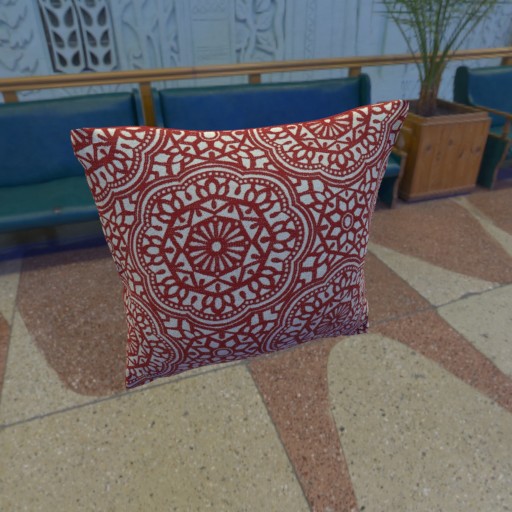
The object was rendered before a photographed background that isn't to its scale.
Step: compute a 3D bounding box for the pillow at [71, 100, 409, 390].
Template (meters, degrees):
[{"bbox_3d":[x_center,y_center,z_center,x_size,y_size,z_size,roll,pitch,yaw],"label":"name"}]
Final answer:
[{"bbox_3d":[0.000,0.000,0.657,0.438,0.419,0.162,-10,34,-16],"label":"pillow"}]
